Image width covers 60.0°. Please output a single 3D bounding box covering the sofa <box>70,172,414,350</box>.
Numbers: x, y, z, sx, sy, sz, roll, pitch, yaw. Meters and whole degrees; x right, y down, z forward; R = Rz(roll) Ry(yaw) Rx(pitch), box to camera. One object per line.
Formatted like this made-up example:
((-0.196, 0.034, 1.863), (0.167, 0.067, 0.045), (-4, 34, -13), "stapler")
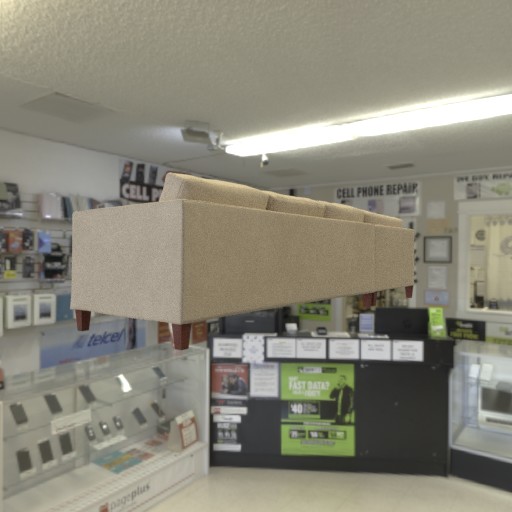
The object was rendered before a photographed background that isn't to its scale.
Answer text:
((0.000, 0.000, 3.714), (1.625, 0.846, 3.186), (0, 0, 38), "sofa")
